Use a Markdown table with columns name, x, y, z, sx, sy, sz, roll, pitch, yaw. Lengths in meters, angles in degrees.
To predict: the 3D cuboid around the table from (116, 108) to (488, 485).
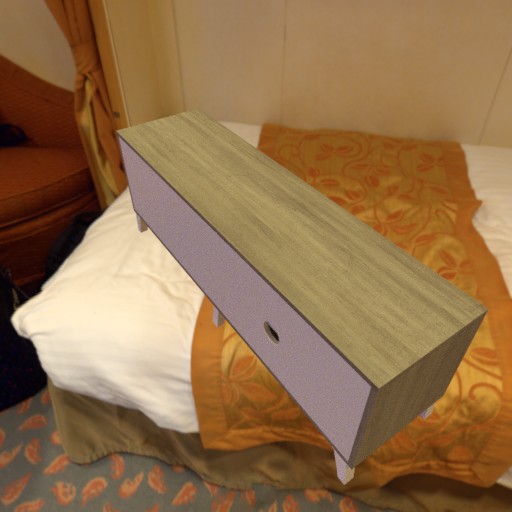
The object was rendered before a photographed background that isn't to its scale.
| name | x | y | z | sx | sy | sz | roll | pitch | yaw |
| --- | --- | --- | --- | --- | --- | --- | --- | --- | --- |
| table | 0.000 | 0.000 | 1.679 | 0.400 | 0.530 | 1.500 | -25 | 47 | -25 |
